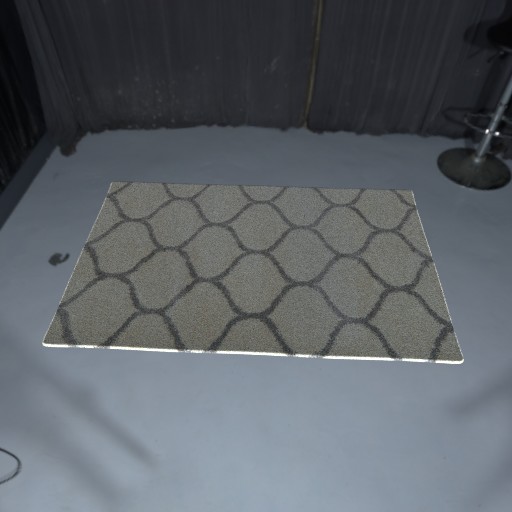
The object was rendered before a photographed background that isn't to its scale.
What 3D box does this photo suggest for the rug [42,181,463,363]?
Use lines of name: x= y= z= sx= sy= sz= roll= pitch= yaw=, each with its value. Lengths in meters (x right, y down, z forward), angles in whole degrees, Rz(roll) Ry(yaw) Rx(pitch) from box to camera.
rug: x=0.000 y=0.000 z=2.966 sx=2.348 sy=0.024 sz=1.501 roll=2 pitch=47 yaw=2
